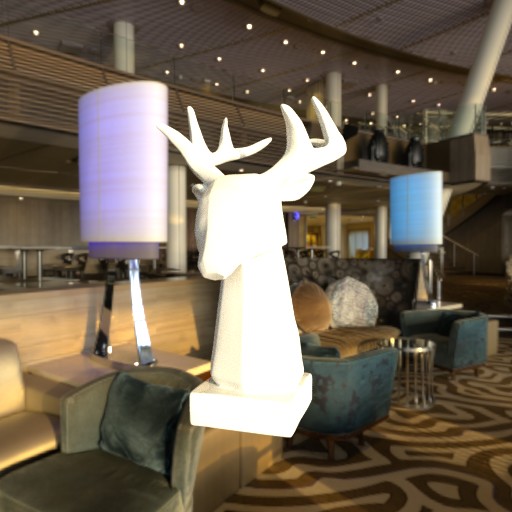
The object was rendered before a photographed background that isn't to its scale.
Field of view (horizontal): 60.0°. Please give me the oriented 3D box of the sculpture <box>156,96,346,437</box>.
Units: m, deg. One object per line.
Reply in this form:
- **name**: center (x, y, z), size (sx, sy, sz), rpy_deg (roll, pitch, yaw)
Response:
- **sculpture**: center (0.000, 0.000, 0.463), size (0.174, 0.329, 0.224), rpy_deg (0, 1, 18)
